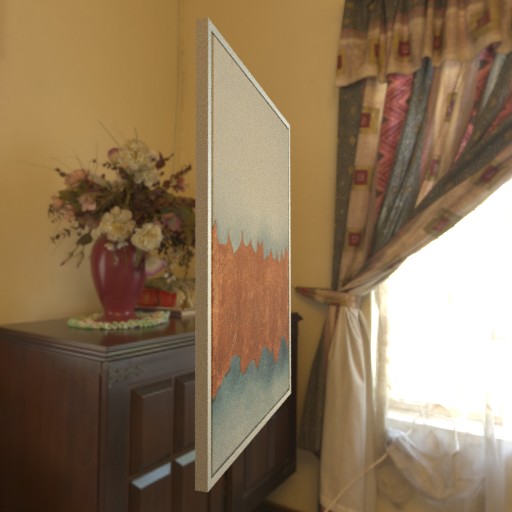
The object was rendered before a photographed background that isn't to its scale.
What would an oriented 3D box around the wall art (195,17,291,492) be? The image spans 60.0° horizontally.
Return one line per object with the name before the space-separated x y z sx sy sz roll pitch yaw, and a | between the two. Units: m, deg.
wall art | 0.000 0.000 1.352 0.034 1.042 0.789 0 -1 17
